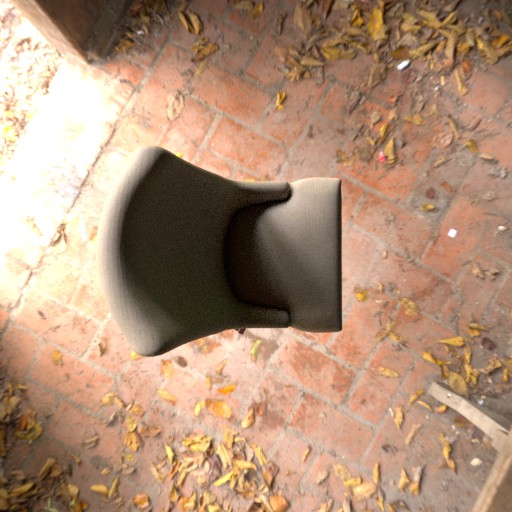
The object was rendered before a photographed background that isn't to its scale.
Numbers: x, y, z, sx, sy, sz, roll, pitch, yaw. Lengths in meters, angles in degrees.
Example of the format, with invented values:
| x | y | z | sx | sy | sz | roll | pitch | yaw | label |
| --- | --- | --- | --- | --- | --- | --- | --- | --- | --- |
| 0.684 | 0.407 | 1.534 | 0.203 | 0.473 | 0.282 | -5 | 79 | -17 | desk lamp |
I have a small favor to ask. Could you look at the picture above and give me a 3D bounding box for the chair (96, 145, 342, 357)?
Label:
| x | y | z | sx | sy | sz | roll | pitch | yaw | label |
| --- | --- | --- | --- | --- | --- | --- | --- | --- | --- |
| 0.000 | 0.000 | 1.435 | 0.696 | 1.010 | 0.645 | 0 | 89 | 0 | chair |
